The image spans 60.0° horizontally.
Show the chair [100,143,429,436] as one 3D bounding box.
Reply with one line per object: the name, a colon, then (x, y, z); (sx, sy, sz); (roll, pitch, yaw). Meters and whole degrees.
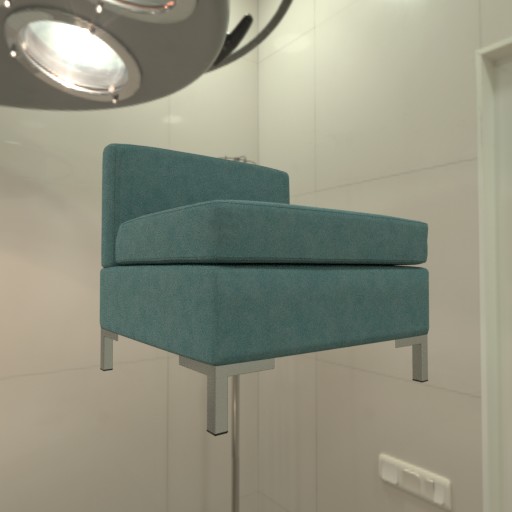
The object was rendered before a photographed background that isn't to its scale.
chair: (0.000, 0.000, 1.232); (0.684, 0.660, 0.685); (1, -2, -36)
